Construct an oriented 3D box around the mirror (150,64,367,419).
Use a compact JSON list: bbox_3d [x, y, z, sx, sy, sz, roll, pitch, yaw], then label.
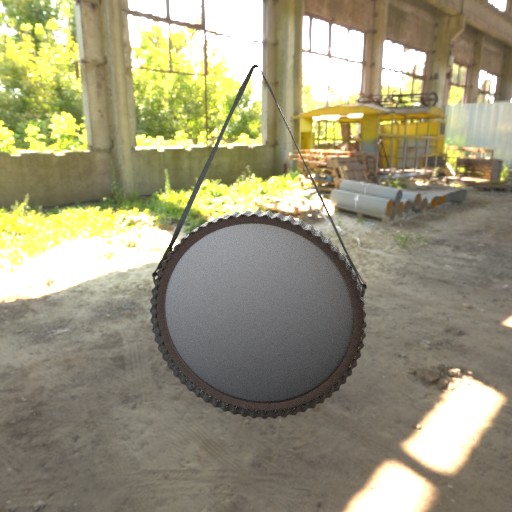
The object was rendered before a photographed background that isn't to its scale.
[{"bbox_3d":[0.000,0.000,0.709,0.355,0.568,0.042,2,15,9],"label":"mirror"}]
